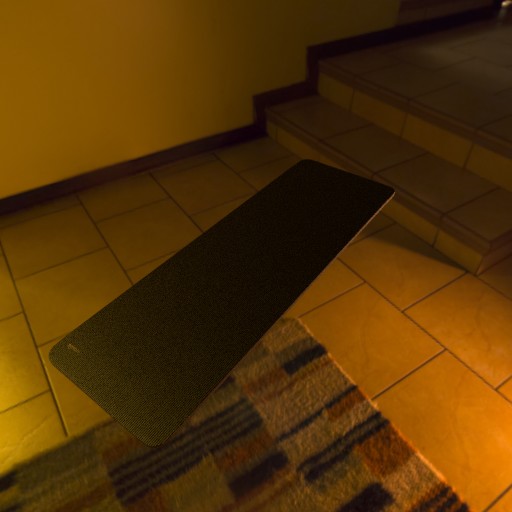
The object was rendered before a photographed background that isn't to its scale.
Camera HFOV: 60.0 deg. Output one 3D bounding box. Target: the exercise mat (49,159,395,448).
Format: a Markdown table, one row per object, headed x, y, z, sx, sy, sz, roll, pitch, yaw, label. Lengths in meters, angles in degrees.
| x | y | z | sx | sy | sz | roll | pitch | yaw | label |
| --- | --- | --- | --- | --- | --- | --- | --- | --- | --- |
| 0.000 | 0.000 | 2.081 | 0.616 | 0.021 | 1.869 | 26 | 48 | 27 | exercise mat |
